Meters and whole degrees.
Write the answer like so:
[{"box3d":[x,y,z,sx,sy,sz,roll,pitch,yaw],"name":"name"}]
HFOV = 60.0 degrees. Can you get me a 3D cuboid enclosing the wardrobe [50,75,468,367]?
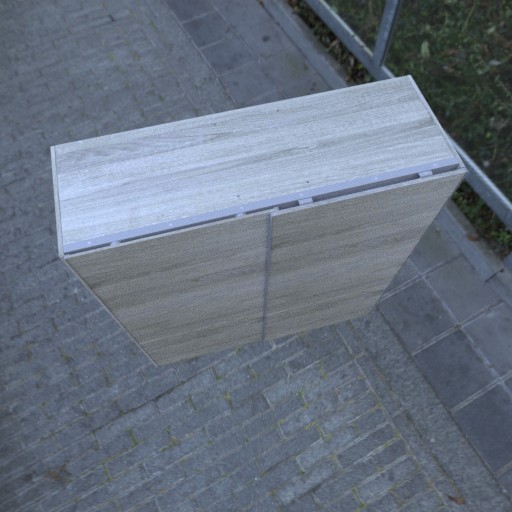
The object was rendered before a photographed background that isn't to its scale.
[{"box3d":[0.000,0.000,2.865,1.780,1.960,0.629,-13,64,-7],"name":"wardrobe"}]
